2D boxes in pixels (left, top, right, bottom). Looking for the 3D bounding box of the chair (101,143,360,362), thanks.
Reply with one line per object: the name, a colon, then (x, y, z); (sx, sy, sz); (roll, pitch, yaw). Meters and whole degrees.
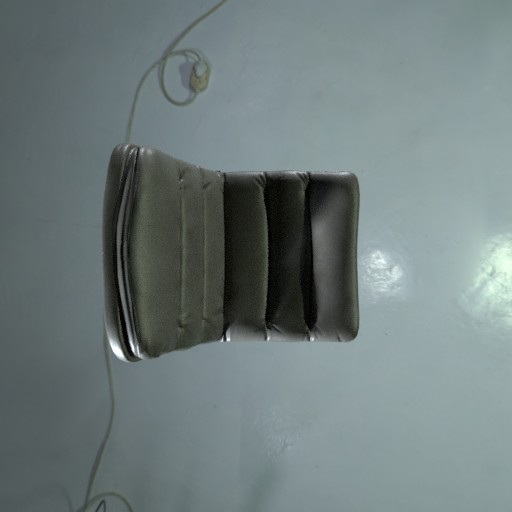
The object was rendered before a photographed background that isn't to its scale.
chair: (0.000, 0.000, 1.036); (0.485, 0.738, 0.422); (0, 89, -1)
